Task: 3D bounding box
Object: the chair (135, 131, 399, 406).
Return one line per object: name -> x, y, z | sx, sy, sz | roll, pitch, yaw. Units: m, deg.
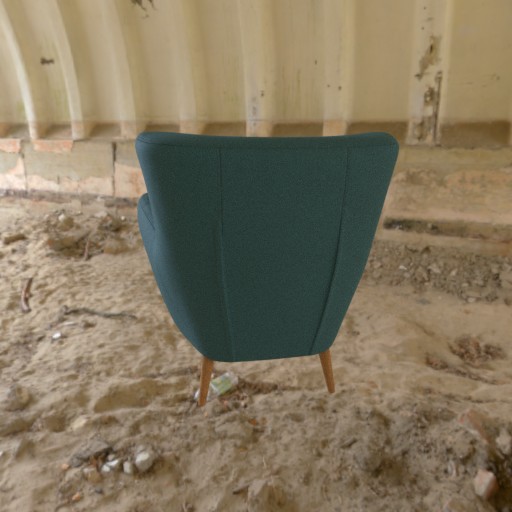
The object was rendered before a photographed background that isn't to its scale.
chair -> 0.000, 0.000, 1.656 | 0.890, 0.889, 0.889 | -3, 15, -10
